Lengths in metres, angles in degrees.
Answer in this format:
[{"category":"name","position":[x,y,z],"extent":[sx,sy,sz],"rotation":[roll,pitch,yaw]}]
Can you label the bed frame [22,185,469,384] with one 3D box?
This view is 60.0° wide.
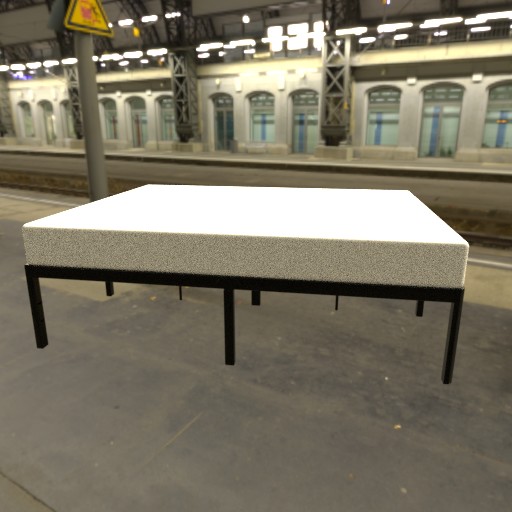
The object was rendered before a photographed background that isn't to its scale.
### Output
[{"category":"bed frame","position":[0.000,0.000,2.784],"extent":[2.072,0.659,1.557],"rotation":[3,17,9]}]
